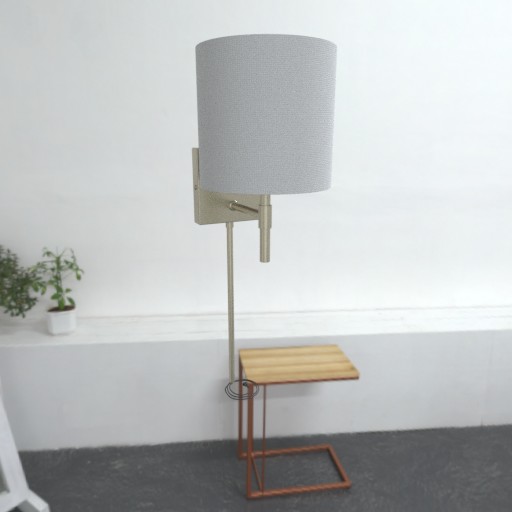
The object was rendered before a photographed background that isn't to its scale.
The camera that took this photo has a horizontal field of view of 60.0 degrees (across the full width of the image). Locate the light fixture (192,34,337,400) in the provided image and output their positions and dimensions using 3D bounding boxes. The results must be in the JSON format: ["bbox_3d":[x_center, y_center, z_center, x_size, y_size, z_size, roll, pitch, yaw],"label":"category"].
[{"bbox_3d":[0.000,0.000,0.698,0.188,0.589,0.248,-8,17,-26],"label":"light fixture"}]
